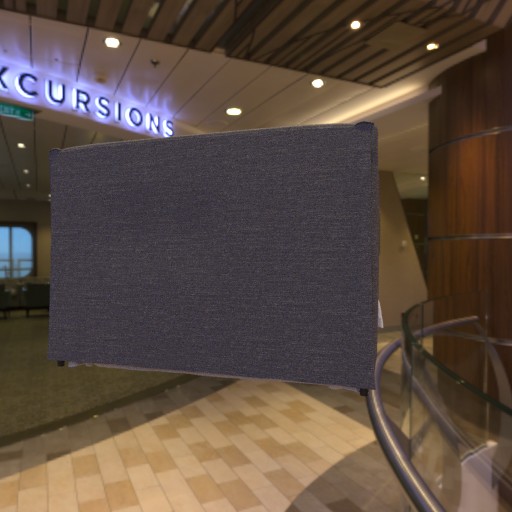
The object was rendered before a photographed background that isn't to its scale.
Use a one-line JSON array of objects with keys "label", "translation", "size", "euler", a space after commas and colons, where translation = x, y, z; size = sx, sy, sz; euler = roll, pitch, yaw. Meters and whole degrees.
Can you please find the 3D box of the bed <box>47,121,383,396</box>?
[{"label": "bed", "translation": [0.000, 0.000, 3.440], "size": [1.925, 1.332, 2.276], "euler": [0, 1, 18]}]
